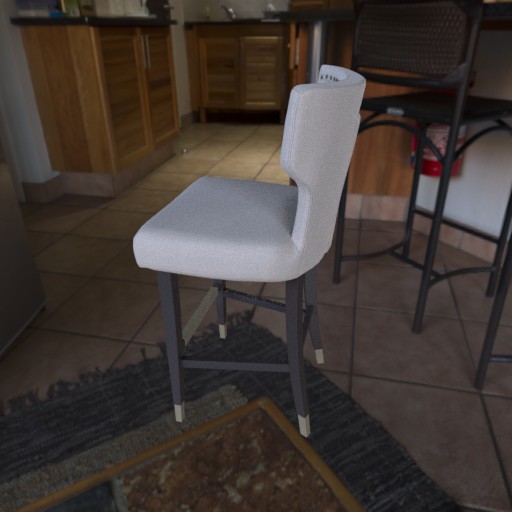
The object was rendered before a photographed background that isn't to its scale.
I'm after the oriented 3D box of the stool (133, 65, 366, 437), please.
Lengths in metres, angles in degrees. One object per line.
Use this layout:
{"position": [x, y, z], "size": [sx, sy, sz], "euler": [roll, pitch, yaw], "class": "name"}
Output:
{"position": [0.000, 0.000, 1.411], "size": [0.563, 1.092, 0.526], "euler": [7, 29, 13], "class": "stool"}
